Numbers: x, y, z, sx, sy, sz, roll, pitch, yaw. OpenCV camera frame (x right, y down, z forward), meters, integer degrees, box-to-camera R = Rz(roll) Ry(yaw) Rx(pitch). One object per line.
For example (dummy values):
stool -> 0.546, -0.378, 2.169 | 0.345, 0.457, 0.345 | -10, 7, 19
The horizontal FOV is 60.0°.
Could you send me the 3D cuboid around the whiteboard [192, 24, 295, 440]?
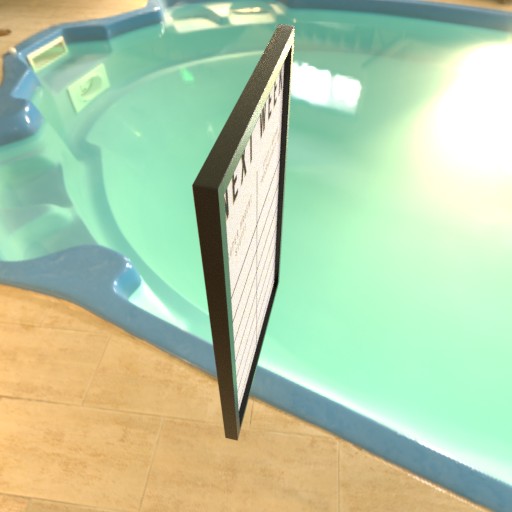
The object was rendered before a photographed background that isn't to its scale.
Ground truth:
whiteboard -> 0.000, 0.000, 0.763 | 0.026, 0.611, 0.406 | 10, 48, 9
